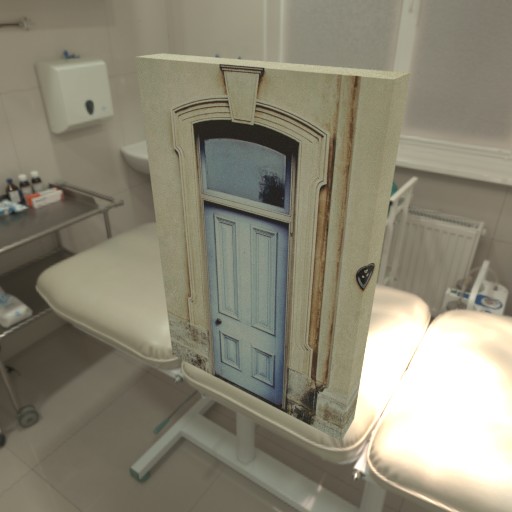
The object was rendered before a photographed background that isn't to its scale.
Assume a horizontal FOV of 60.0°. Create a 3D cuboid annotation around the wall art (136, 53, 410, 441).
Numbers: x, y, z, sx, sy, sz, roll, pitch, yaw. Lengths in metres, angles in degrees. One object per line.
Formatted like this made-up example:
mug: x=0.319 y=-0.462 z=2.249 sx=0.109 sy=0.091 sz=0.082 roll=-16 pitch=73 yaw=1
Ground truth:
wall art: x=0.000 y=0.000 z=0.476 sx=0.254 sy=0.381 sz=0.038 roll=18 pitch=35 yaw=29
